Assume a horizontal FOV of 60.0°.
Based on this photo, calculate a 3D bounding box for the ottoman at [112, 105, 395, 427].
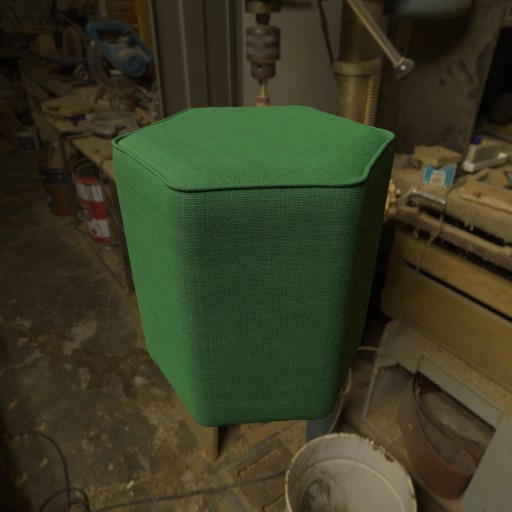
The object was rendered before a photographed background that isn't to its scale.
[{"bbox_3d":[0.000,0.000,0.894,0.444,0.507,0.499,-20,37,-29],"label":"ottoman"}]
